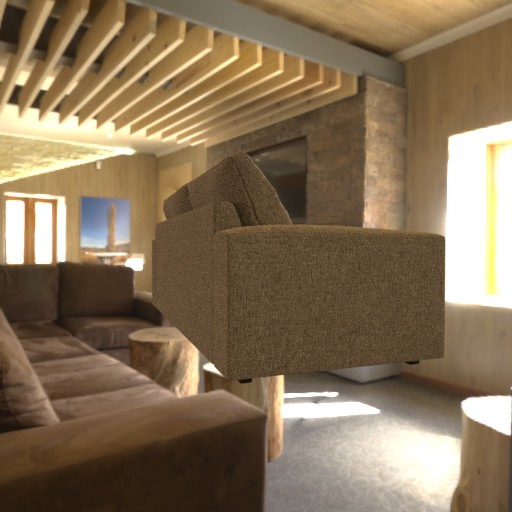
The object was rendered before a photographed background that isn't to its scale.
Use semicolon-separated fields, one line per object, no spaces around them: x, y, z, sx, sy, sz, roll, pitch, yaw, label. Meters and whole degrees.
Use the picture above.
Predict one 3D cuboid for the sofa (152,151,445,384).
0.000;0.000;2.825;1.040;0.922;2.299;0;1;-20;sofa
